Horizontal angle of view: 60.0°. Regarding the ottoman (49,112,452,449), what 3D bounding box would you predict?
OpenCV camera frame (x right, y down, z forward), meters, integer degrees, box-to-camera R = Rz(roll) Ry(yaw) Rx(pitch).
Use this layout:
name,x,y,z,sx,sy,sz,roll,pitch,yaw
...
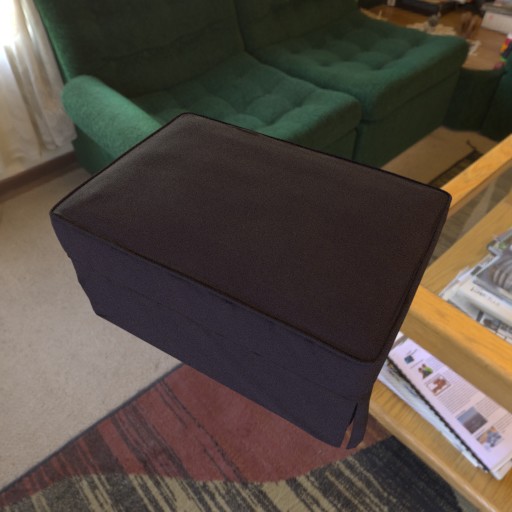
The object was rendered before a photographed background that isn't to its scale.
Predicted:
name,x,y,z,sx,sy,sz,roll,pitch,yaw
ottoman,0.000,0.000,1.312,0.938,0.503,0.637,23,51,20
